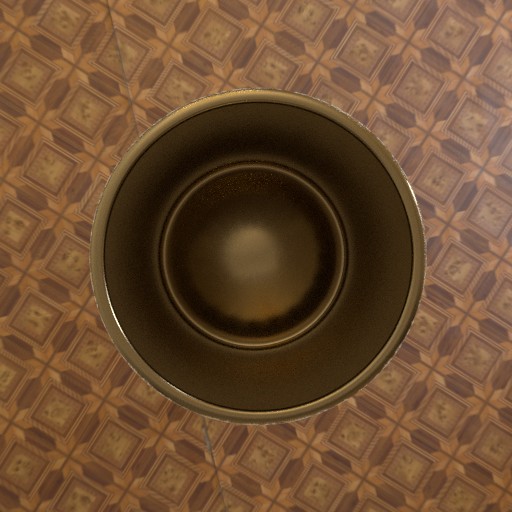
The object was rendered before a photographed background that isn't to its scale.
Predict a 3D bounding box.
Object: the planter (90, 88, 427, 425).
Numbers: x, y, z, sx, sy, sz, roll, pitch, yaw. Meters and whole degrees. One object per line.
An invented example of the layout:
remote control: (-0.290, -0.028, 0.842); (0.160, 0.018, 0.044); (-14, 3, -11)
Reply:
planter: (0.000, 0.000, 0.435); (0.254, 0.221, 0.254); (0, 90, -1)
